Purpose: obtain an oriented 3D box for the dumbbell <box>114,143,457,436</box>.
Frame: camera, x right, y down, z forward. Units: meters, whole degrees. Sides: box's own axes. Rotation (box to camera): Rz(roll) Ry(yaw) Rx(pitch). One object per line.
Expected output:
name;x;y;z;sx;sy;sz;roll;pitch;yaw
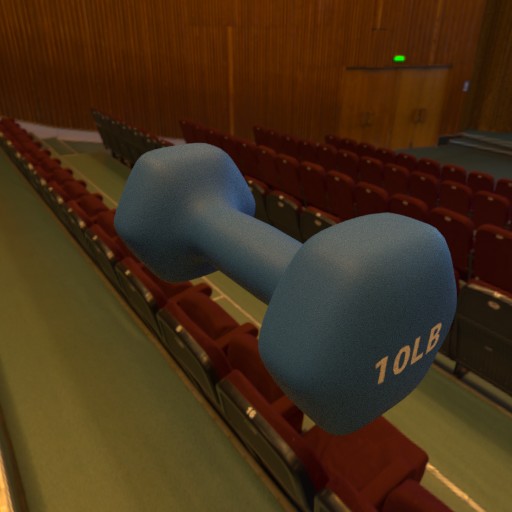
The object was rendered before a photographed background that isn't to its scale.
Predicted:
dumbbell;0.000;0.000;0.255;0.103;0.093;0.212;-18;33;-31
